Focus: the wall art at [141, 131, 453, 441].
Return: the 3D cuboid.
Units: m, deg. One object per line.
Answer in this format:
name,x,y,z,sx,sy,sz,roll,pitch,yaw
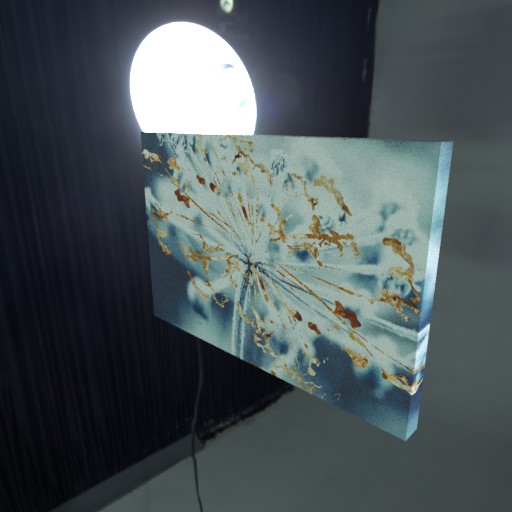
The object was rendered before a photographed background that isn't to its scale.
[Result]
wall art,0.000,0.000,0.771,0.607,0.405,0.036,16,23,41
